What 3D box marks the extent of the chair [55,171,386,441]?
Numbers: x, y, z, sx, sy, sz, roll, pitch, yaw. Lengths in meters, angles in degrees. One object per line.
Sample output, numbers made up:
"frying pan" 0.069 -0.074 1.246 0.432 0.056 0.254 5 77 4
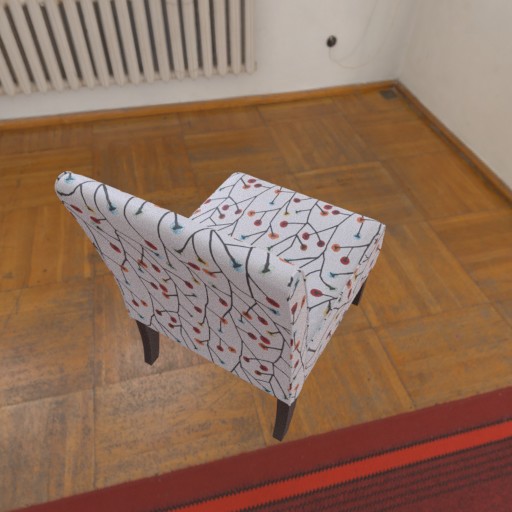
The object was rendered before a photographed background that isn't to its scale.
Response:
"chair" 0.000 0.000 1.338 0.597 0.813 0.732 23 50 21
